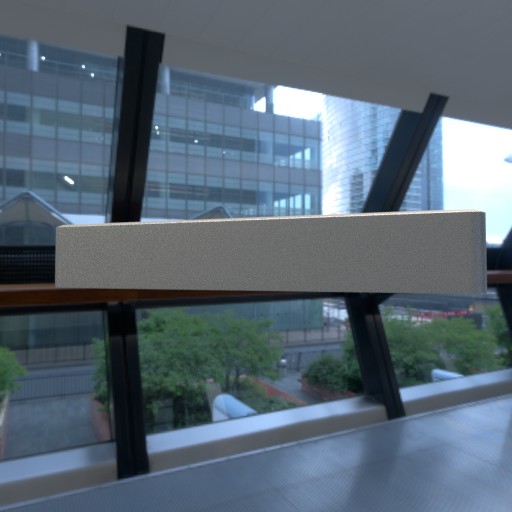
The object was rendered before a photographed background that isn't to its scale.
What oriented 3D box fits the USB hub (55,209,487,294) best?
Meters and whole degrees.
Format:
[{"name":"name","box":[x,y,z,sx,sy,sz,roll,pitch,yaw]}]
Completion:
[{"name":"USB hub","box":[0.000,0.000,0.161,0.145,0.023,0.044,-1,-2,18]}]
